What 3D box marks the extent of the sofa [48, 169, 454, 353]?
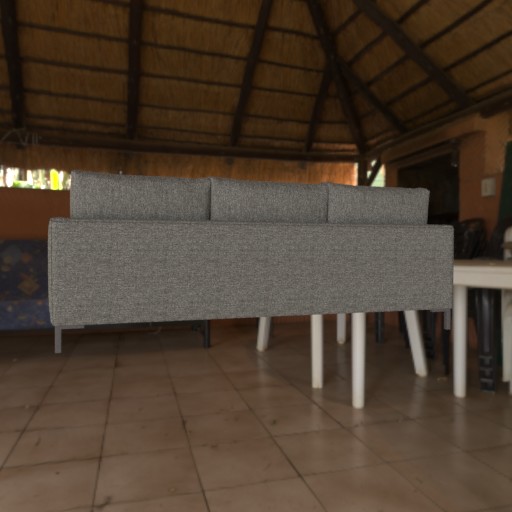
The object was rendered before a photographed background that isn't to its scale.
[{"bbox_3d":[0.000,0.000,2.750,2.253,0.879,0.876,0,1,-16],"label":"sofa"}]
